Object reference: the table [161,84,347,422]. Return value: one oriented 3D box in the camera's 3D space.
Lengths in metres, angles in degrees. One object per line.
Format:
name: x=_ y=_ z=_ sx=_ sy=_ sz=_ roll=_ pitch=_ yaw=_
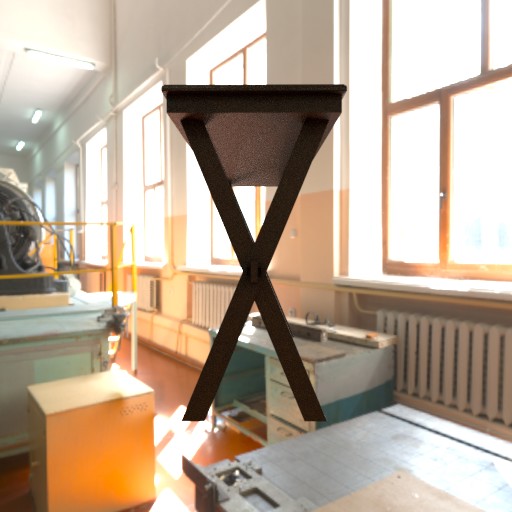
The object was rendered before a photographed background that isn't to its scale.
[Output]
table: x=0.000 y=0.000 z=1.556 sx=0.399 sy=0.763 sz=1.197 roll=0 pitch=1 yaw=0
